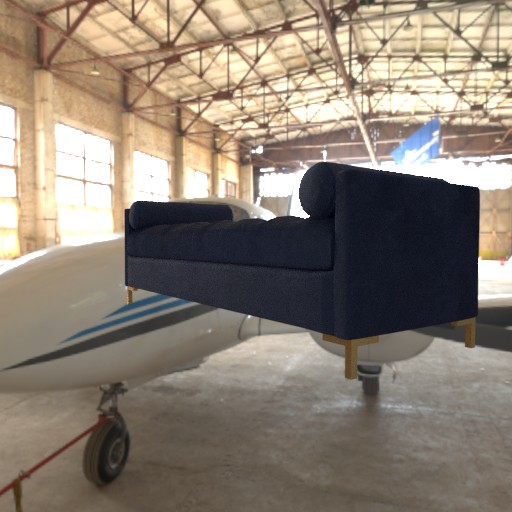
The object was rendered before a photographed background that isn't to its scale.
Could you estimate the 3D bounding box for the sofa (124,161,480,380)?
[{"bbox_3d":[0.000,0.000,2.426,0.796,0.705,2.102,-1,2,-35],"label":"sofa"}]
